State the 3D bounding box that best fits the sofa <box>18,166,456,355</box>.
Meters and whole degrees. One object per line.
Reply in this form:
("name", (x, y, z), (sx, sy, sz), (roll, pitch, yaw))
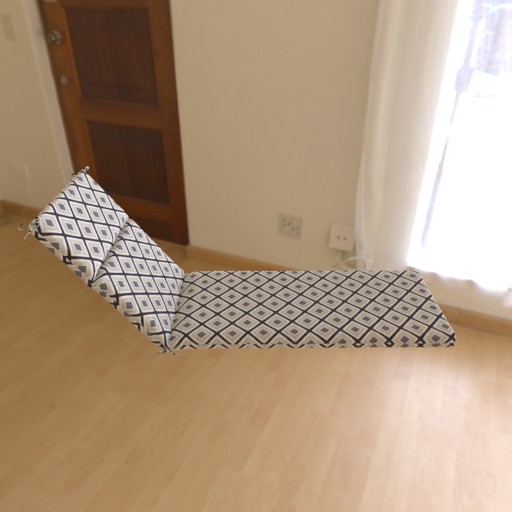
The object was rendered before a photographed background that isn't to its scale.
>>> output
("sofa", (0.000, 0.000, 1.911), (1.663, 0.622, 0.582), (0, 31, 0))
